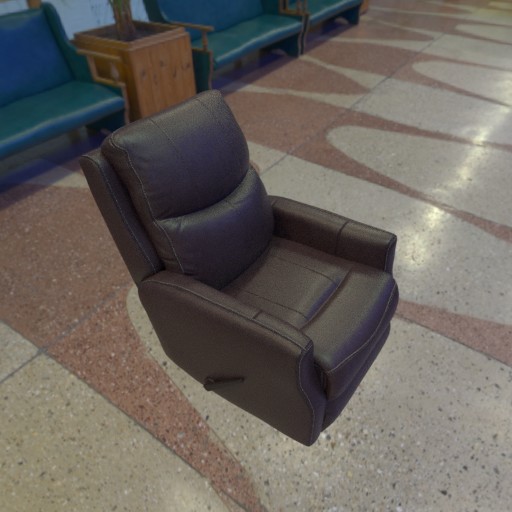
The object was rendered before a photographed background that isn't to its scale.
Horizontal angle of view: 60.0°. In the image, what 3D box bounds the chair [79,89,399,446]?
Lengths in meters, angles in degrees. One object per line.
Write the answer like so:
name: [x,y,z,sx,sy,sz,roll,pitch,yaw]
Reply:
chair: [0.000,0.000,1.776,1.080,1.030,0.829,25,46,27]
